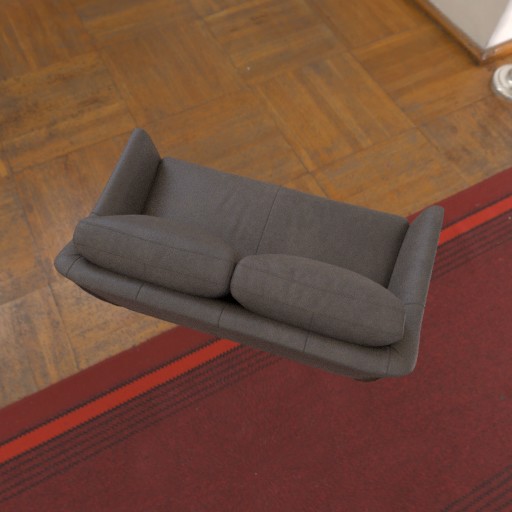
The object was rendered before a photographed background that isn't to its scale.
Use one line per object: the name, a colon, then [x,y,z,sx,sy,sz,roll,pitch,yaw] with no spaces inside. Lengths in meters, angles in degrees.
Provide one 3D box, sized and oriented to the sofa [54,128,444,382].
sofa: [0.000,0.000,2.157,1.619,0.902,0.960,16,65,8]
